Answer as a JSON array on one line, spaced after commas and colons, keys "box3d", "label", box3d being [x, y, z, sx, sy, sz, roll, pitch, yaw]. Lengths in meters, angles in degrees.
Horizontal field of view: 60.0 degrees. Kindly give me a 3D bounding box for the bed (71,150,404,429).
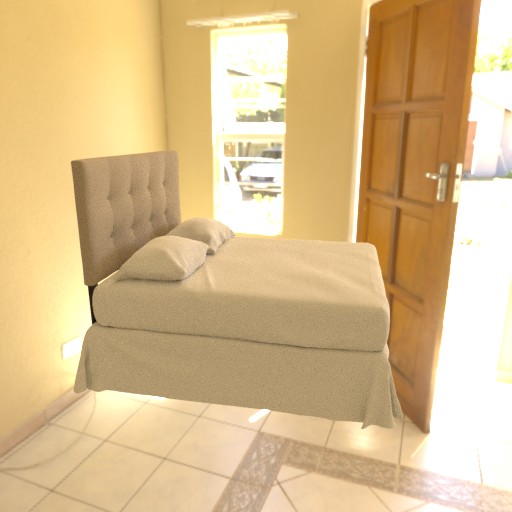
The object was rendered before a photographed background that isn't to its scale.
[{"box3d": [0.000, 0.000, 3.548, 2.222, 1.577, 1.936, 3, 16, 11], "label": "bed"}]
